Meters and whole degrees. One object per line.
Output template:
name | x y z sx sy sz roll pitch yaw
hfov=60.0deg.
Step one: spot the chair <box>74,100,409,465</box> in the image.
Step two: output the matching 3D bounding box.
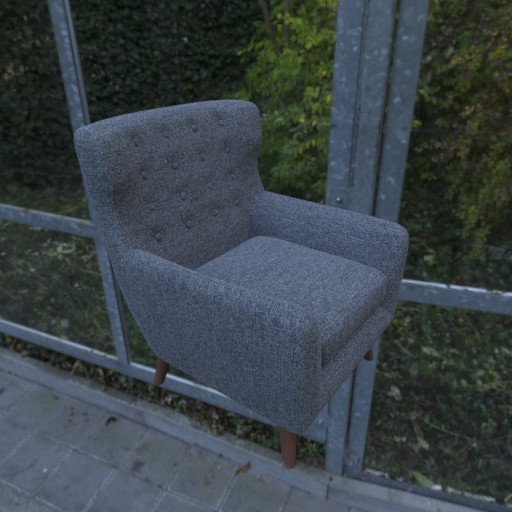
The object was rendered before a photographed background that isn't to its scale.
chair | 0.000 0.000 1.728 0.940 1.039 0.889 18 32 32
